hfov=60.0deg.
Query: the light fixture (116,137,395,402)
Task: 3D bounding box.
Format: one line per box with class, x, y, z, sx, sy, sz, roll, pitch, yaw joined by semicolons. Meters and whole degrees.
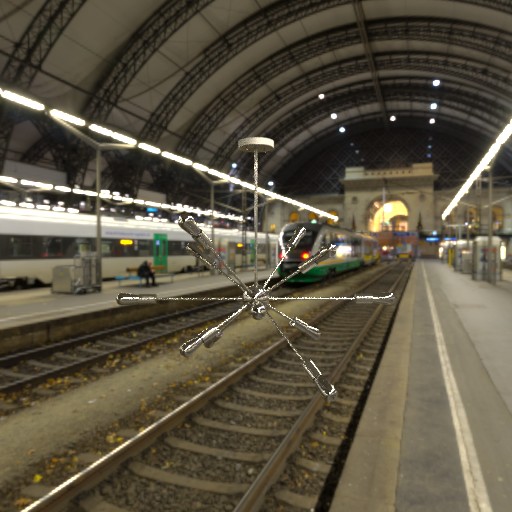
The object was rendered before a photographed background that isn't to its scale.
light fixture;0.000;0.000;1.087;0.684;0.558;0.509;0;1;-1
